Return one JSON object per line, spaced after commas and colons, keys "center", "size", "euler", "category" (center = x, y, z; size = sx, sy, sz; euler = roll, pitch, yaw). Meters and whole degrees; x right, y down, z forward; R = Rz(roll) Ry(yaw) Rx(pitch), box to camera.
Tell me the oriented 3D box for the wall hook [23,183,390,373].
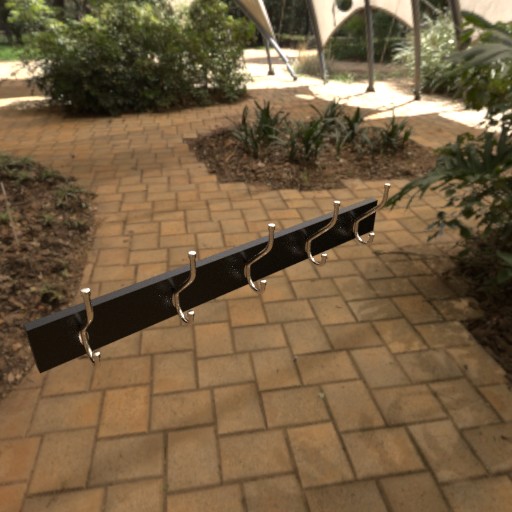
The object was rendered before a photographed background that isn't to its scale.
{"center": [0.000, 0.000, 0.598], "size": [0.571, 0.117, 0.071], "euler": [-21, 36, -33], "category": "wall hook"}
